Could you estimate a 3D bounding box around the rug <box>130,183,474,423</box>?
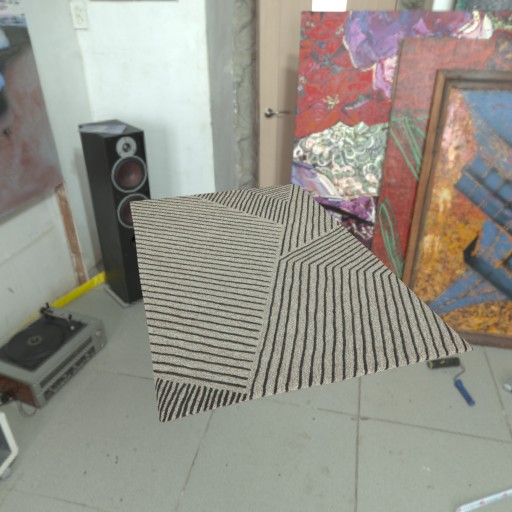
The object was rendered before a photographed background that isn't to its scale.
[{"bbox_3d":[0.000,0.000,2.994,1.539,0.023,2.406,-8,31,-14],"label":"rug"}]
